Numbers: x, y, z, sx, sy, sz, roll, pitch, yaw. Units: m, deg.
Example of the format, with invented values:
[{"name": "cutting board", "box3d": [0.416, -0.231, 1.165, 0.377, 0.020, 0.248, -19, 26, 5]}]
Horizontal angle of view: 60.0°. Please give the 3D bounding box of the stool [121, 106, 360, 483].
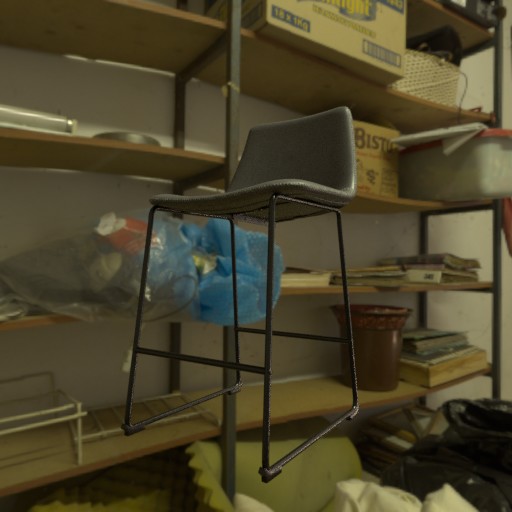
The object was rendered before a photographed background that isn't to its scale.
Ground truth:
[{"name": "stool", "box3d": [0.000, 0.000, 1.180, 0.470, 0.876, 0.546, -1, -1, 35]}]
